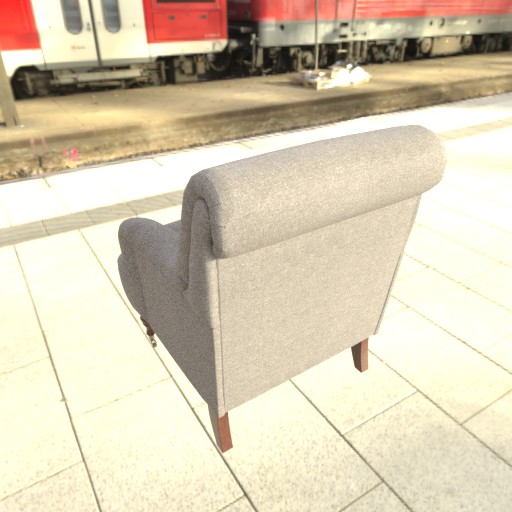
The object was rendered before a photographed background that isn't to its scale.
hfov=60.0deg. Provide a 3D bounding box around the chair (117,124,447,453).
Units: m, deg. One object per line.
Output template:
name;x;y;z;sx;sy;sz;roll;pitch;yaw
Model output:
chair;0.000;0.000;1.522;0.766;0.942;0.843;-19;35;-29
